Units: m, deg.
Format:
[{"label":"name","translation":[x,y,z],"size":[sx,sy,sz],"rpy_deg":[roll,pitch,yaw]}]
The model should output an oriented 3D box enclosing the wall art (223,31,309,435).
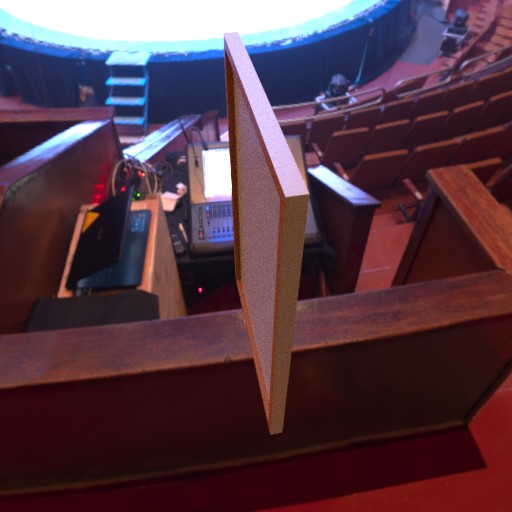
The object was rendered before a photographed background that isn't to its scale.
[{"label":"wall art","translation":[0.000,0.000,1.183],"size":[0.037,0.916,0.610],"rpy_deg":[-8,48,-8]}]
